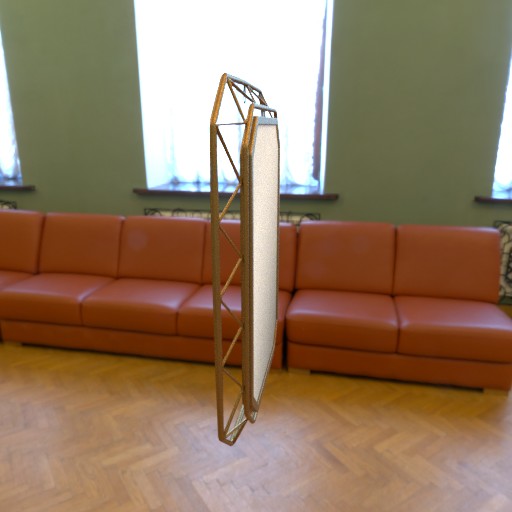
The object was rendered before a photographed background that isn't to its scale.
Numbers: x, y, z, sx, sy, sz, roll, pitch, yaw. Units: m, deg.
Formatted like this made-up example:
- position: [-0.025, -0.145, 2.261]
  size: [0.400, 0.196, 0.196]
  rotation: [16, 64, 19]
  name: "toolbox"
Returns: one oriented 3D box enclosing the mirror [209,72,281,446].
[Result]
- position: [0.000, 0.000, 0.763]
  size: [0.042, 0.566, 0.417]
  rotation: [3, 17, 9]
  name: "mirror"
